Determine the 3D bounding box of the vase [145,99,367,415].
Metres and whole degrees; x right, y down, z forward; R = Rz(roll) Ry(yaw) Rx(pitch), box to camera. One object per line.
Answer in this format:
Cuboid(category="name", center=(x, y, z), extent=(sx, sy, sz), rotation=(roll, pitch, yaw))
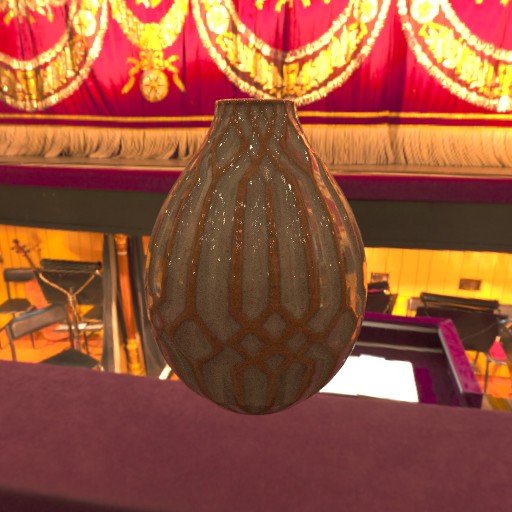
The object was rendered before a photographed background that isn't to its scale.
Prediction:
Cuboid(category="vase", center=(0.000, 0.000, 0.264), extent=(0.131, 0.175, 0.131), rotation=(0, 17, 0))
